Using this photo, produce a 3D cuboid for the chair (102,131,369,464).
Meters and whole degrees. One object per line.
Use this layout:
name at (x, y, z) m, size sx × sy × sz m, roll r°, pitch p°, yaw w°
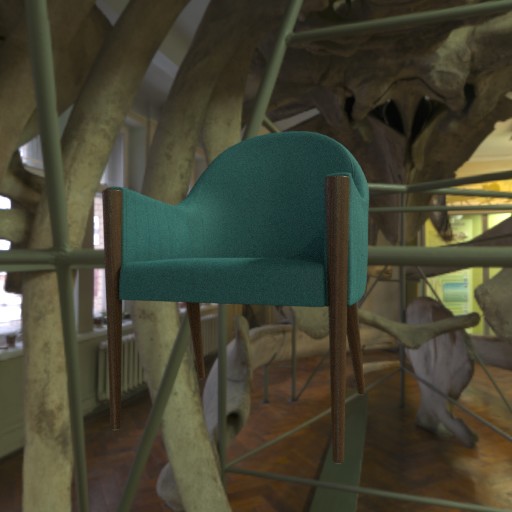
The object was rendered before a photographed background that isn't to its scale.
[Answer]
chair at (0.000, 0.000, 1.337) m, size 0.656 × 0.907 × 0.652 m, roll 0°, pitch 0°, yaw 19°
